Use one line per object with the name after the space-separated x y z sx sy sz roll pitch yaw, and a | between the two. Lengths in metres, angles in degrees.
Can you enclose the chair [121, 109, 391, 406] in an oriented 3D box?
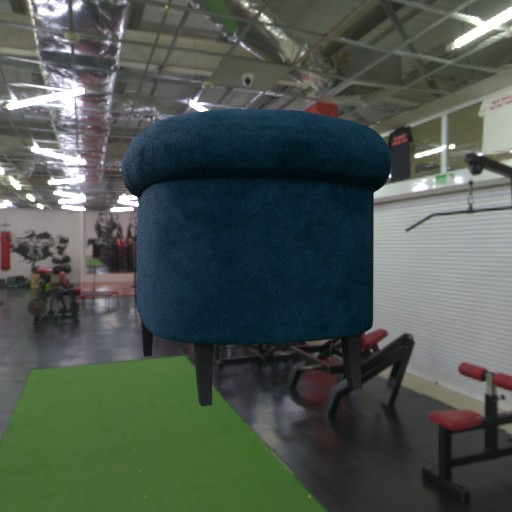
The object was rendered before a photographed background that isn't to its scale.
0.000 0.000 1.574 0.904 0.826 0.851 0 1 -19 | chair
